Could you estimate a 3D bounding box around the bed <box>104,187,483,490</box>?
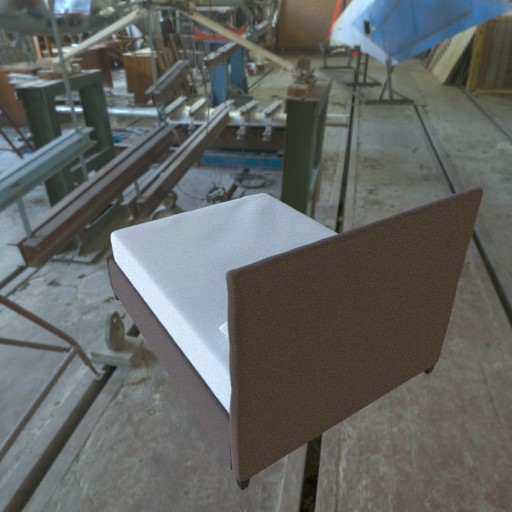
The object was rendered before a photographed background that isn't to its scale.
[{"bbox_3d":[0.000,0.000,3.268,1.696,1.426,2.233,-18,35,-28],"label":"bed"}]
